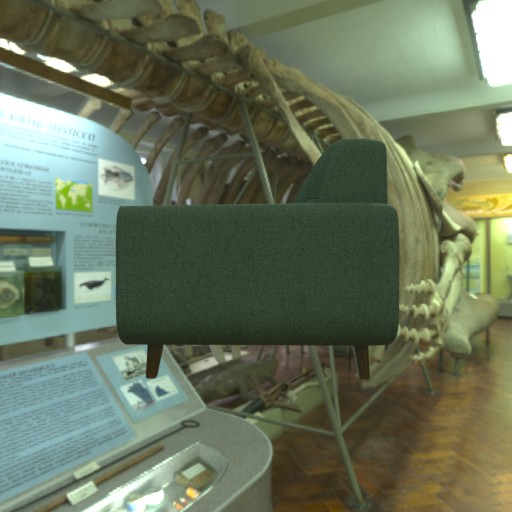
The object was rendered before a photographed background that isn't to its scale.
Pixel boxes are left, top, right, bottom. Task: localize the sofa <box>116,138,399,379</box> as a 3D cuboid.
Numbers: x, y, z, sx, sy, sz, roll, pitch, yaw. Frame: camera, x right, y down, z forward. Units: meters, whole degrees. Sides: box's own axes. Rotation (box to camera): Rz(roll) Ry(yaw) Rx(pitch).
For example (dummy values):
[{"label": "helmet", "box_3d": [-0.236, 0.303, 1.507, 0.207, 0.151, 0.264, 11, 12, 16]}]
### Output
[{"label": "sofa", "box_3d": [0.000, 0.000, 2.179, 0.909, 0.841, 1.631, 0, 1, 1]}]
